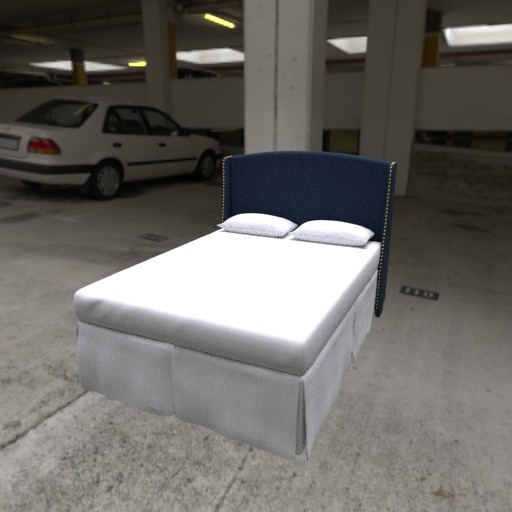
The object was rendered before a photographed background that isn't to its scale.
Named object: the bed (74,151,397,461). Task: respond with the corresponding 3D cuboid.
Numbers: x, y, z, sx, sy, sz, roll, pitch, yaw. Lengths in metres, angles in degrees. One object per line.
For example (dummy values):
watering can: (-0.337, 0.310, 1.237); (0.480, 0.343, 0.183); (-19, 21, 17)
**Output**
bed: (0.000, 0.000, 3.285); (1.604, 1.402, 2.223); (8, 19, 24)
